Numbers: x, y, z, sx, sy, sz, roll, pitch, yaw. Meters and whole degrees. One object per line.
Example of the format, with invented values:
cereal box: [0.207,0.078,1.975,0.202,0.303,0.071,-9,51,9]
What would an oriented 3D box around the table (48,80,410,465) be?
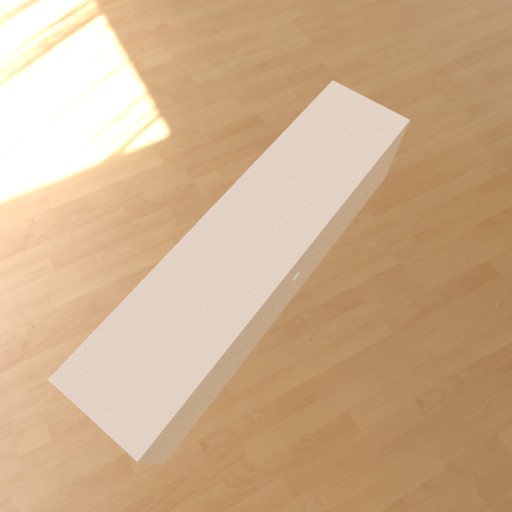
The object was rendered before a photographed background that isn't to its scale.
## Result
table: [0.000,0.000,1.823,0.390,0.420,1.650,34,68,16]
